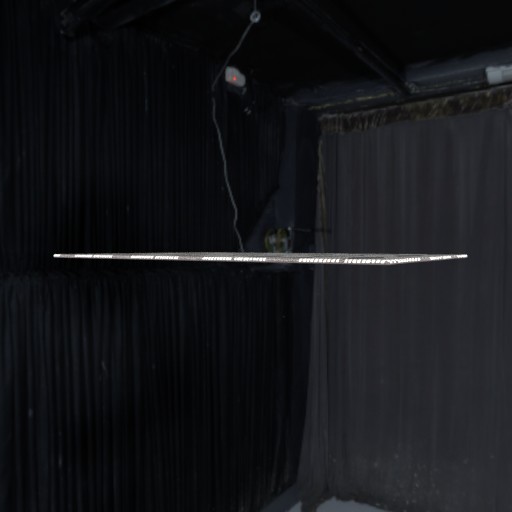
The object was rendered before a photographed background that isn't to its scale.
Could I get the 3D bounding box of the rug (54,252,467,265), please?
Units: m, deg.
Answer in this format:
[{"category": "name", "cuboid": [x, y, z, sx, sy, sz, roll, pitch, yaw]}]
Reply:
[{"category": "rug", "cuboid": [0.000, 0.000, 2.341, 1.833, 0.016, 1.210, 1, 1, 36]}]
